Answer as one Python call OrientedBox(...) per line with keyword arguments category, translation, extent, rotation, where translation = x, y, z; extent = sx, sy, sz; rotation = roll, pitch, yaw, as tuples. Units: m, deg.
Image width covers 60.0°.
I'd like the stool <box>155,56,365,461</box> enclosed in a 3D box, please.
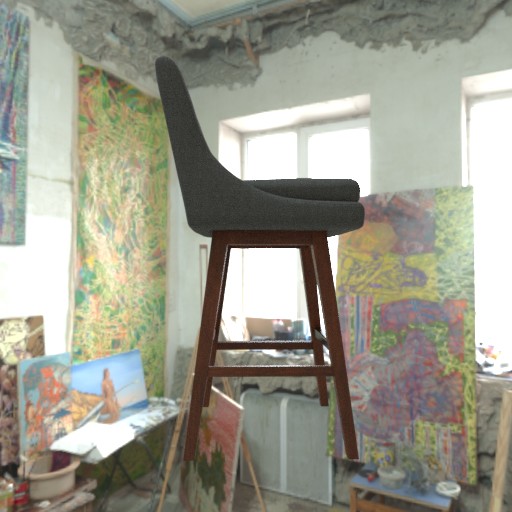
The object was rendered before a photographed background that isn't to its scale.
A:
OrientedBox(category="stool", translation=(0.000, 0.000, 1.265), extent=(0.524, 0.977, 0.447), rotation=(0, -1, -1))
